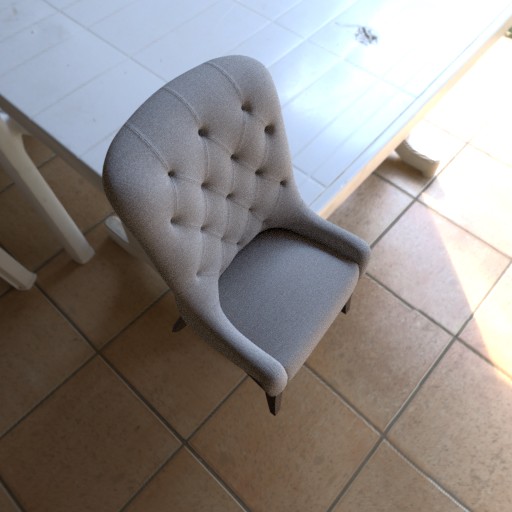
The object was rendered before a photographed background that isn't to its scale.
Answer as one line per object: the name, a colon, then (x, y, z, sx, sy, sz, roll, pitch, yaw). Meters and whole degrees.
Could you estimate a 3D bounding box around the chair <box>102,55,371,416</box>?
chair: (0.000, 0.000, 1.501, 0.629, 1.091, 0.634, 33, 65, 18)
